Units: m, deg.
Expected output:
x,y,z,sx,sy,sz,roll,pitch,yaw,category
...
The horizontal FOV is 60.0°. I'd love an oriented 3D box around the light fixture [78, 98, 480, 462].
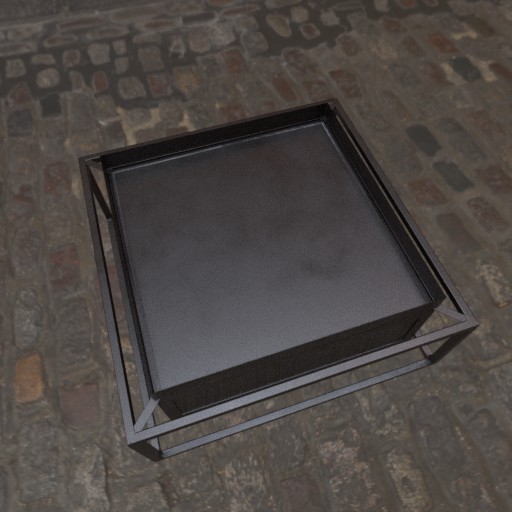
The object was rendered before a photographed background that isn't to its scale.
x,y,z,sx,sy,sz,roll,pitch,yaw,category
0.000,0.000,0.679,0.441,0.191,0.441,-16,60,-9,light fixture
